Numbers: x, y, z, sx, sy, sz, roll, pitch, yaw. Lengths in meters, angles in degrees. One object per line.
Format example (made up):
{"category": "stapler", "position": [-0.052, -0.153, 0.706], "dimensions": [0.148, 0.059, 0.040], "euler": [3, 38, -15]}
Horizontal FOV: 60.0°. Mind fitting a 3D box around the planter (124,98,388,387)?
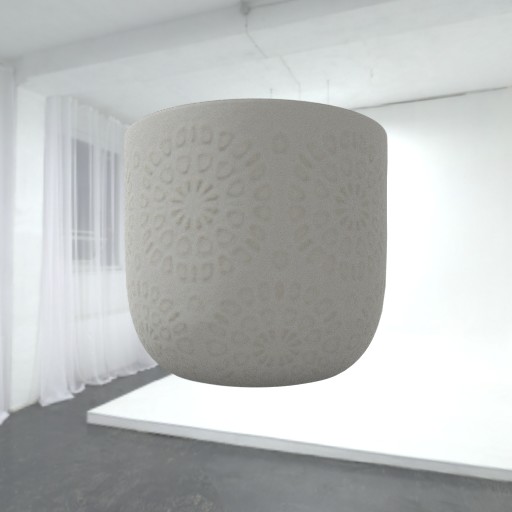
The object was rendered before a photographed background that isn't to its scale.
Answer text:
{"category": "planter", "position": [0.000, 0.000, 0.217], "dimensions": [0.124, 0.109, 0.124], "euler": [0, -1, 0]}
